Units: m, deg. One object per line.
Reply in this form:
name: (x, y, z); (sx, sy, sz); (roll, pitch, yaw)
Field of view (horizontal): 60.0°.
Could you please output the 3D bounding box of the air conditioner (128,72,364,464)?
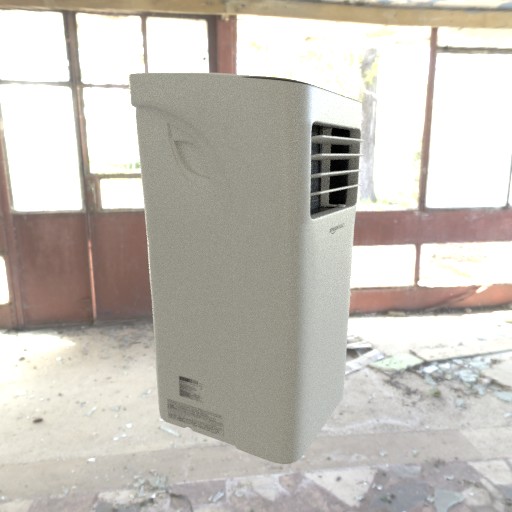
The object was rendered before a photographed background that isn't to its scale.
air conditioner: (0.000, 0.000, 0.930); (0.369, 0.716, 0.352); (7, 15, 28)
